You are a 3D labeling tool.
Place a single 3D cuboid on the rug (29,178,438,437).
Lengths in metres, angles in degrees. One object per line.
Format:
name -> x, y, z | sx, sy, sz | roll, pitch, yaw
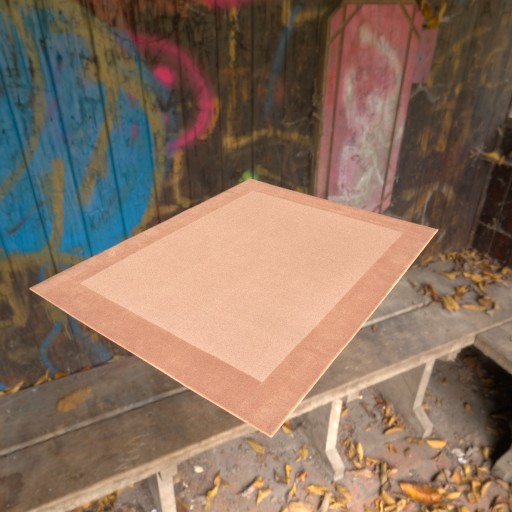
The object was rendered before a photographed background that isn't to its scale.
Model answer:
rug -> 0.000, 0.000, 4.108 | 2.431, 0.021, 3.057 | 20, 37, 30
